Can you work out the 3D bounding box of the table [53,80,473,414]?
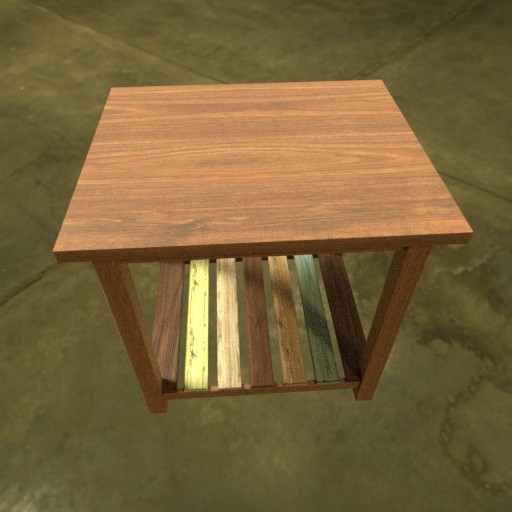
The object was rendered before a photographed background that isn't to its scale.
[{"bbox_3d":[0.000,0.000,1.115,0.660,0.635,0.559,-3,46,-3],"label":"table"}]
